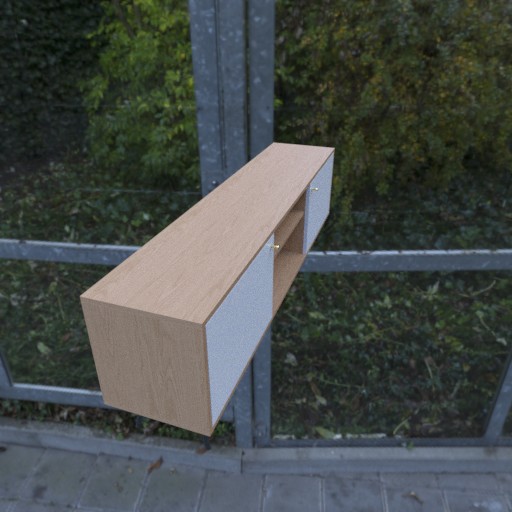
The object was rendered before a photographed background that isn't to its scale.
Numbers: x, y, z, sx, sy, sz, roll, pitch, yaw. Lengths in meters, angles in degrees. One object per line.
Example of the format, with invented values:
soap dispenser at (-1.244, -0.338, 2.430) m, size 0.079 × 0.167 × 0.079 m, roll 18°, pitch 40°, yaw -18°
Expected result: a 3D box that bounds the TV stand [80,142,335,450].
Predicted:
TV stand at (0.000, 0.000, 2.023) m, size 0.400 × 0.580 × 1.760 m, roll 10°, pitch 30°, yaw 17°
